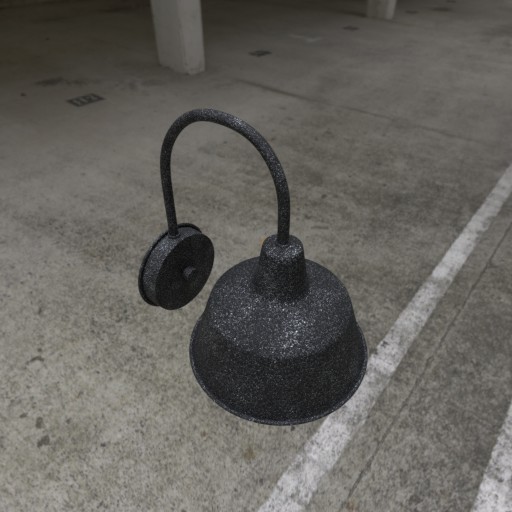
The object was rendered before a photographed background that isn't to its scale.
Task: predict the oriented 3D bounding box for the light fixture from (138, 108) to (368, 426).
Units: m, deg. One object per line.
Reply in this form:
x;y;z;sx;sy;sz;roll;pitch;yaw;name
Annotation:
0.000;0.000;0.479;0.283;0.300;0.216;26;47;28;light fixture
